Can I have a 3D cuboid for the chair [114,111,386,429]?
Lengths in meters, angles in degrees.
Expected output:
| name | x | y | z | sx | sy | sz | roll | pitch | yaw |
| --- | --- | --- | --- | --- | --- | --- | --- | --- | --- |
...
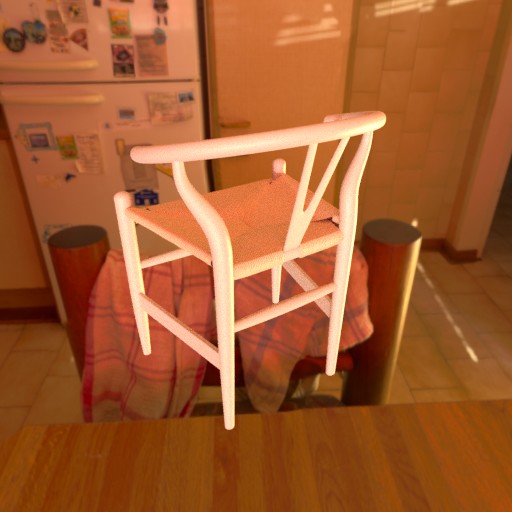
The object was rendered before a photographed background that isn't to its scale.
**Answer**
| name | x | y | z | sx | sy | sz | roll | pitch | yaw |
| --- | --- | --- | --- | --- | --- | --- | --- | --- | --- |
| chair | 0.000 | 0.000 | 1.082 | 0.533 | 0.736 | 0.500 | -18 | 34 | -29 |
